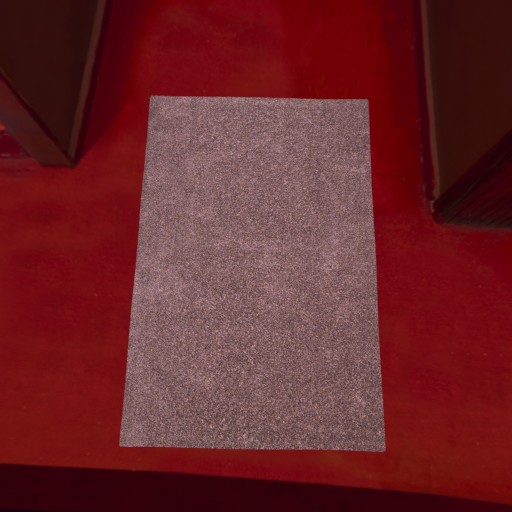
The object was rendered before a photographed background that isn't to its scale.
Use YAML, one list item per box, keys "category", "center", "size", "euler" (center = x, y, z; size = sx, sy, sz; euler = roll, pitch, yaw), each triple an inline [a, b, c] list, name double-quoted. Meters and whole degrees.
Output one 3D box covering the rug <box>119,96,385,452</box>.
- category: "rug"
  center: [0.000, 0.000, 3.338]
  size: [1.802, 0.026, 2.699]
  euler: [1, 76, 0]
